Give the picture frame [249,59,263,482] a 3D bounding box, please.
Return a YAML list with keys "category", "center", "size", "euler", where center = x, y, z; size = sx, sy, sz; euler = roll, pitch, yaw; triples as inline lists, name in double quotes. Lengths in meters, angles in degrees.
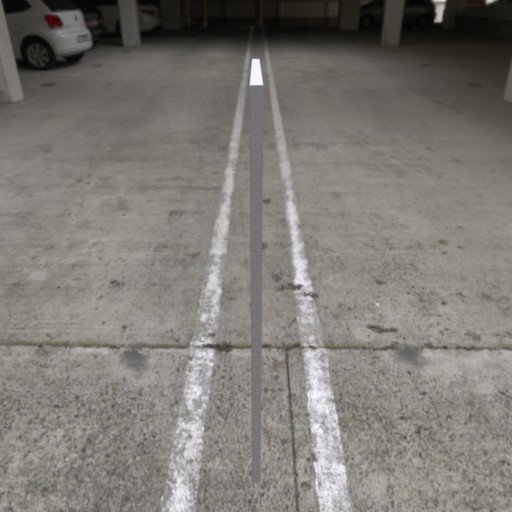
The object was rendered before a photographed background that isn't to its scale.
- category: "picture frame"
  center: [0.000, 0.000, 0.681]
  size: [0.012, 0.534, 0.381]
  euler: [0, 27, 0]
